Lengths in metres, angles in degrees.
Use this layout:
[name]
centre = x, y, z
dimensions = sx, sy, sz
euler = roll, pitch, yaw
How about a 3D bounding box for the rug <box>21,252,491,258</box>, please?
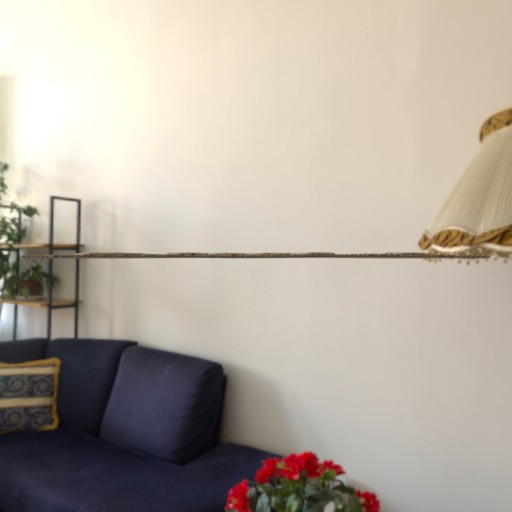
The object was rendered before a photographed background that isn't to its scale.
[rug]
centre = 0.000, 0.000, 2.957
dimensions = 2.333, 0.033, 1.513
euler = 0, 0, 0
